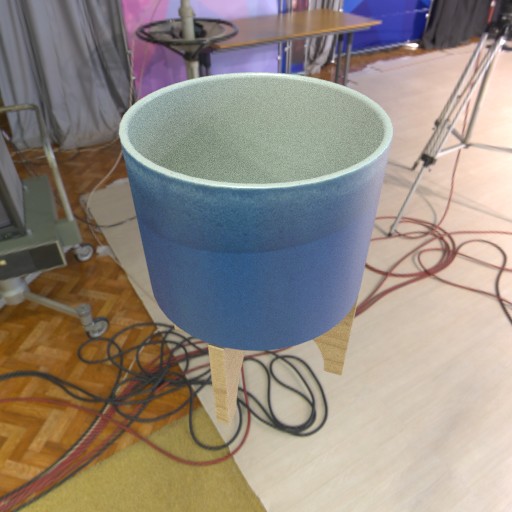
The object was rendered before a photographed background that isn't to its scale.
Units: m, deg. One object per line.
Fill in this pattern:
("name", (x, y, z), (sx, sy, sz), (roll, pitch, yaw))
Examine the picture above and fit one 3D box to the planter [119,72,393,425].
("planter", (0.000, 0.000, 0.403), (0.192, 0.263, 0.192), (0, 40, 0))
